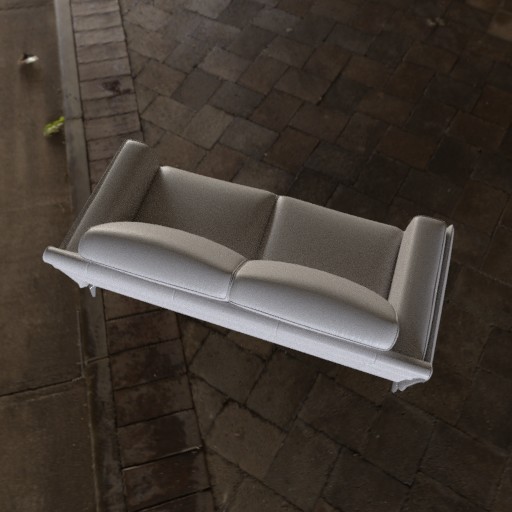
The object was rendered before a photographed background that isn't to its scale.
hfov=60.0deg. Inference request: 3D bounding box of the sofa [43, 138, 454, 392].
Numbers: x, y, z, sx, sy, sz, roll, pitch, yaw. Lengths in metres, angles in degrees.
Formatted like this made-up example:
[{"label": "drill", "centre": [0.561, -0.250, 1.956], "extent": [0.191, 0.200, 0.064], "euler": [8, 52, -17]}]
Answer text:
[{"label": "sofa", "centre": [0.000, 0.000, 2.581], "extent": [2.101, 0.930, 1.049], "euler": [16, 64, 8]}]
